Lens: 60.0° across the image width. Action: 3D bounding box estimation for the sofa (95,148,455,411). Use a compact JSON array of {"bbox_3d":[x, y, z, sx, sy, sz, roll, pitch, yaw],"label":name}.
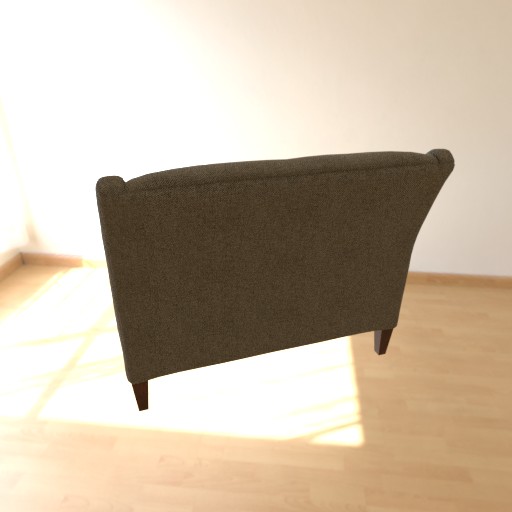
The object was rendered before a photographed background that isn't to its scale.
[{"bbox_3d":[0.000,0.000,1.964,1.242,1.021,0.870,-8,27,-17],"label":"sofa"}]
